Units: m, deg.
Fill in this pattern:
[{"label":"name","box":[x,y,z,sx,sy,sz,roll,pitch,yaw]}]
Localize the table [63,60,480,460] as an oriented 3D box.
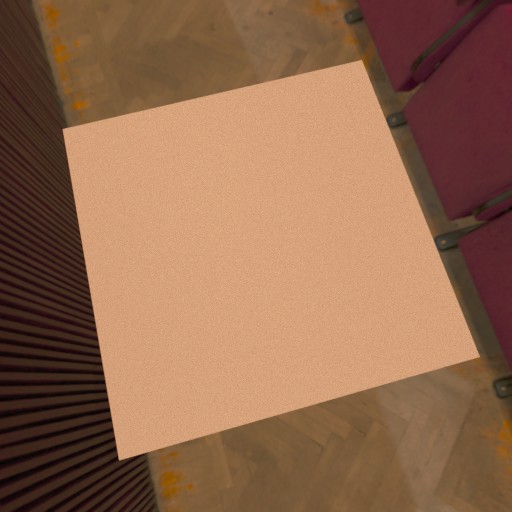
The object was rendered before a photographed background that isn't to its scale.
[{"label":"table","box":[0.000,0.000,1.026,0.670,0.305,0.670,-15,75,-4]}]
